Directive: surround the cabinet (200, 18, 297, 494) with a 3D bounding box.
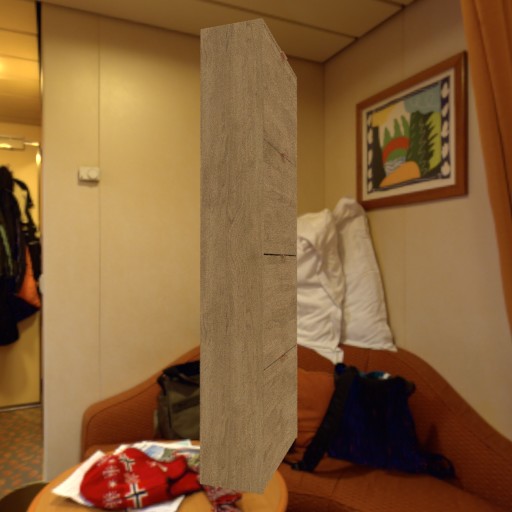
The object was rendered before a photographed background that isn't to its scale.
[{"bbox_3d":[0.000,0.000,1.797,0.250,1.630,0.520,0,-1,18],"label":"cabinet"}]
